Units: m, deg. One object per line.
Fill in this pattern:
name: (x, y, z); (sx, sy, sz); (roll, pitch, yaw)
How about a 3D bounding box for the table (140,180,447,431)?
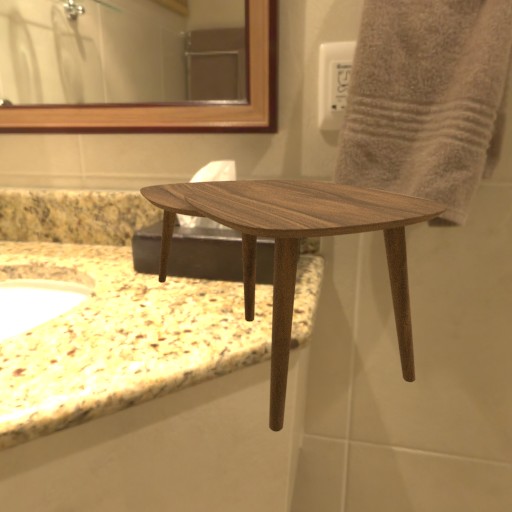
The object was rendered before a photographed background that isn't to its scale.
table: (0.000, 0.000, 1.335); (0.527, 0.429, 1.084); (-8, 19, -24)
